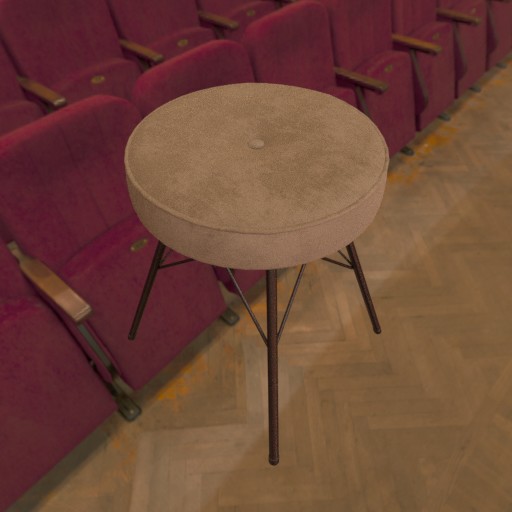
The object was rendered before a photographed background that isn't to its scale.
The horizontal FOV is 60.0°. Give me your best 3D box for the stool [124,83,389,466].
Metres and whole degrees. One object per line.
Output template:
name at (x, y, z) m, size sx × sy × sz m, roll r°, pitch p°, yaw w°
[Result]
stool at (0.000, 0.000, 0.873) m, size 0.457 × 0.538 × 0.423 m, roll 32°, pitch 54°, yaw 27°
